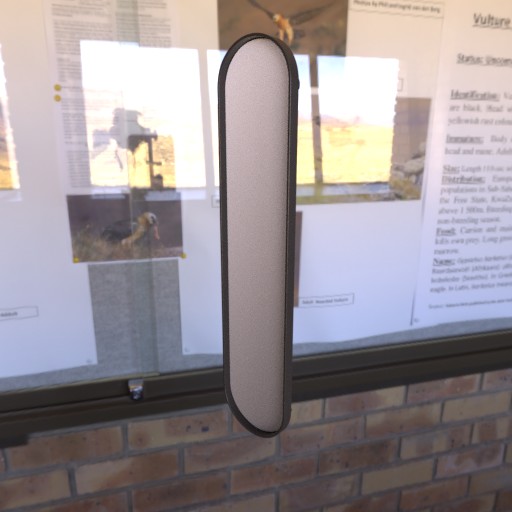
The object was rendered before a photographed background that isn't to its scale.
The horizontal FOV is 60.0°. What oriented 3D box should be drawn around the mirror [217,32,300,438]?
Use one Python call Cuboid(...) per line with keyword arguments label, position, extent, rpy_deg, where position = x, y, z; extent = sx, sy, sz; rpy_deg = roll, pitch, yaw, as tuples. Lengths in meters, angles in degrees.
Cuboid(label="mirror", position=(0.000, 0.000, 1.085), extent=(0.222, 0.991, 0.032), rpy_deg=(14, 20, 41))
